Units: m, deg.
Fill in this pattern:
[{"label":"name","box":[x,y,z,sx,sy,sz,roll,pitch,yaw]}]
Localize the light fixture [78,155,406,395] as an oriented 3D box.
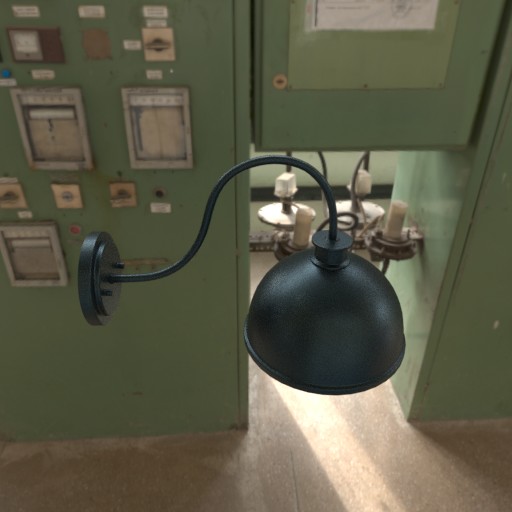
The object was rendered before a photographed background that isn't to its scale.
[{"label":"light fixture","box":[0.000,0.000,0.631,0.467,0.295,0.253,-1,31,-1]}]
